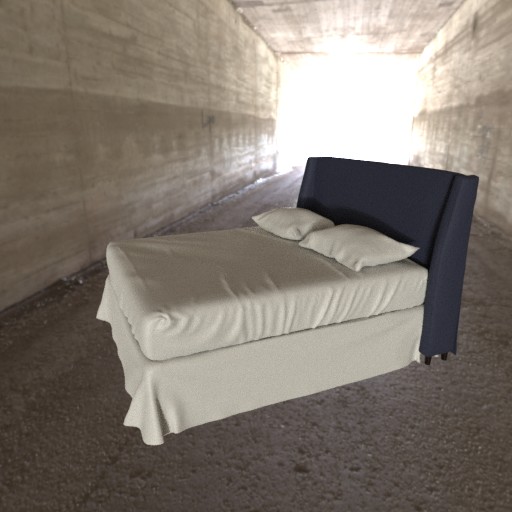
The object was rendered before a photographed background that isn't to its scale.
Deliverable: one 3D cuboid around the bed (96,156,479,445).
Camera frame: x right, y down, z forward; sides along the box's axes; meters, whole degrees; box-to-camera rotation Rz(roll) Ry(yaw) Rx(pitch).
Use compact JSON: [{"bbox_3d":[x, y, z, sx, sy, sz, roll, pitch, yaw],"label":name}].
[{"bbox_3d":[0.000,0.000,3.361,2.276,1.332,1.925,-7,18,-23],"label":"bed"}]
